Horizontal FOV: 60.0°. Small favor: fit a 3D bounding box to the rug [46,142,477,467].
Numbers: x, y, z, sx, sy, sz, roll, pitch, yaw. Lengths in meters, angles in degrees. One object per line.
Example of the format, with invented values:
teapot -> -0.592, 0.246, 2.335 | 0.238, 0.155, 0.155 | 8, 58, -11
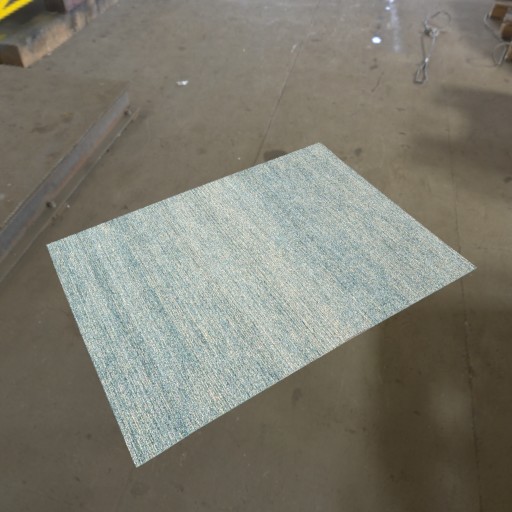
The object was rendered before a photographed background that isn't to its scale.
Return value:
rug -> 0.000, 0.000, 2.838 | 2.260, 0.026, 1.611 | -24, 53, -20
